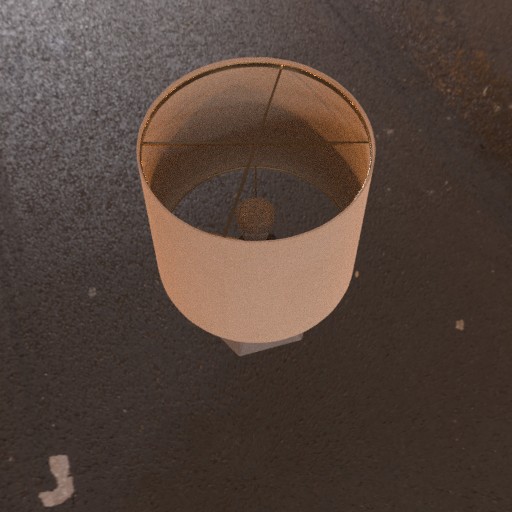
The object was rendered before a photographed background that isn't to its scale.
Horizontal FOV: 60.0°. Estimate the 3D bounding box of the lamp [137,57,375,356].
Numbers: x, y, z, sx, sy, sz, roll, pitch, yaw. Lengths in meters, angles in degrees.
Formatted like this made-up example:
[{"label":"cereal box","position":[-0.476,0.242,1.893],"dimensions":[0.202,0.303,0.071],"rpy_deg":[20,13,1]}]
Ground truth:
[{"label":"lamp","position":[0.000,0.000,0.650],"dimensions":[0.276,0.501,0.276],"rpy_deg":[0,63,0]}]
